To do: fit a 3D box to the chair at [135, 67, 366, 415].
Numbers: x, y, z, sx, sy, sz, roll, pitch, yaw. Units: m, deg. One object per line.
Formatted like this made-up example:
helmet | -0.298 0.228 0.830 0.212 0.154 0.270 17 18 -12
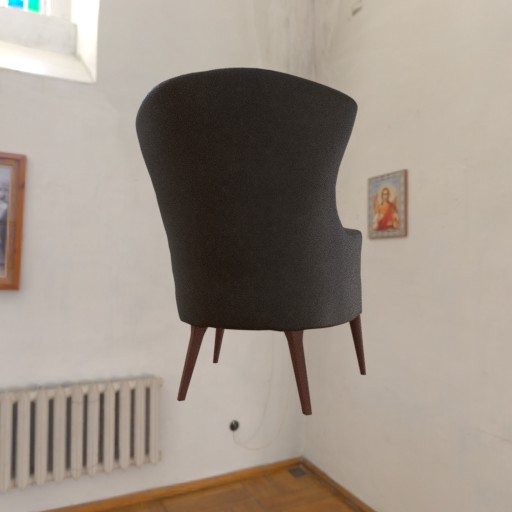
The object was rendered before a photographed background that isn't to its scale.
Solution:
chair | 0.000 0.000 1.726 0.819 1.068 0.954 0 -1 19
